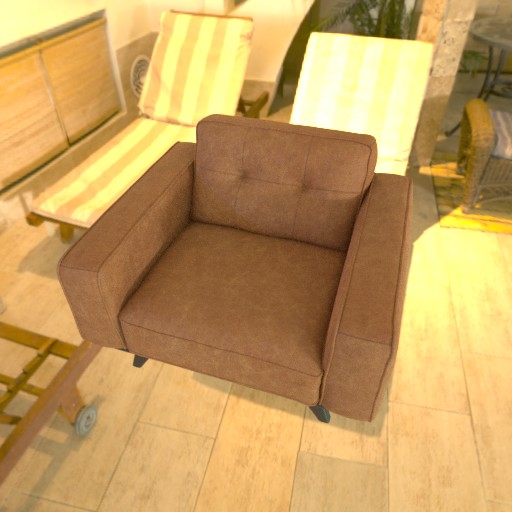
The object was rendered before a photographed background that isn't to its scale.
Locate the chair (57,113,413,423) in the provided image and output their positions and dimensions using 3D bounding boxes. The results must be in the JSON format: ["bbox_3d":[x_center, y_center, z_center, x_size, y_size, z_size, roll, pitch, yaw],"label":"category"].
[{"bbox_3d":[0.000,0.000,1.749,1.118,0.782,0.952,12,42,14],"label":"chair"}]
